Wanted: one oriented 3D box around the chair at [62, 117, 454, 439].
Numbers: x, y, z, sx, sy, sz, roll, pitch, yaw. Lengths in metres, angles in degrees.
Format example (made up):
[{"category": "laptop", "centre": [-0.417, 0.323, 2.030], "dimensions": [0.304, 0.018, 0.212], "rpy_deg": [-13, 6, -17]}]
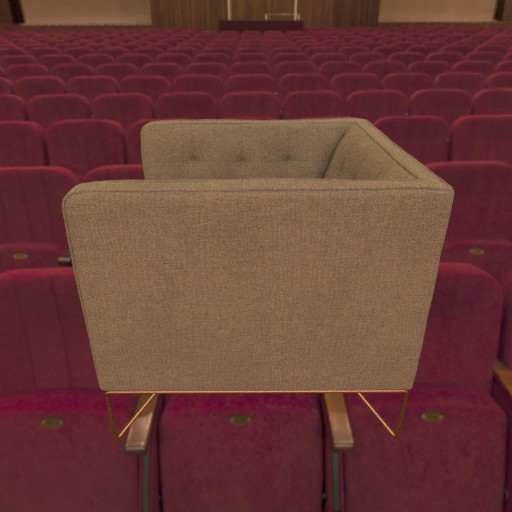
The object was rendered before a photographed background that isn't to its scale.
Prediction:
[{"category": "chair", "centre": [0.000, 0.000, 1.563], "dimensions": [0.912, 0.799, 0.920], "rpy_deg": [0, 27, 0]}]
